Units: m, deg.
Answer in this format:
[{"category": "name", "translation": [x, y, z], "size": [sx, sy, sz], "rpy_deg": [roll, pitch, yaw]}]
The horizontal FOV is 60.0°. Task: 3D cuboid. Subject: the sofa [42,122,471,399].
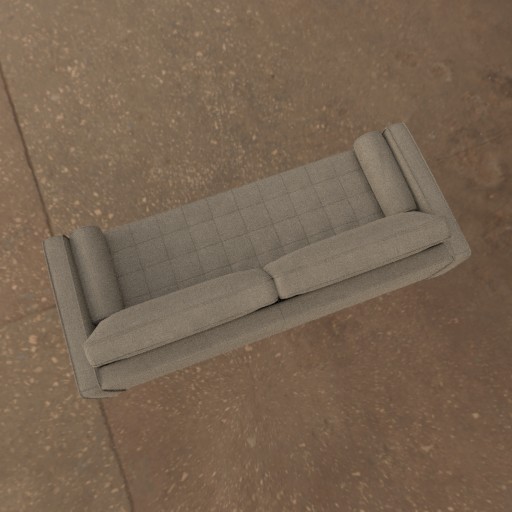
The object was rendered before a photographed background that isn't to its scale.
[{"category": "sofa", "translation": [0.000, 0.000, 2.593], "size": [2.211, 0.762, 0.914], "rpy_deg": [-19, 74, -6]}]
